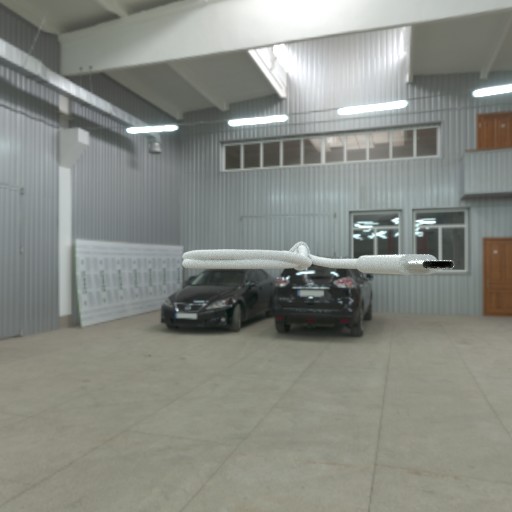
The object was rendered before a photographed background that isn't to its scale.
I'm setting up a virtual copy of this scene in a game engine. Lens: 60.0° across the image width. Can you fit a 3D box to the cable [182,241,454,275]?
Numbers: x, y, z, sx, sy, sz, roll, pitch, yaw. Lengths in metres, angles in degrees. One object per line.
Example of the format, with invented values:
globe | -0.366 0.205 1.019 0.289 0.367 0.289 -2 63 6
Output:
cable | 0.000 0.000 0.209 0.070 0.014 0.186 0 -1 -17
